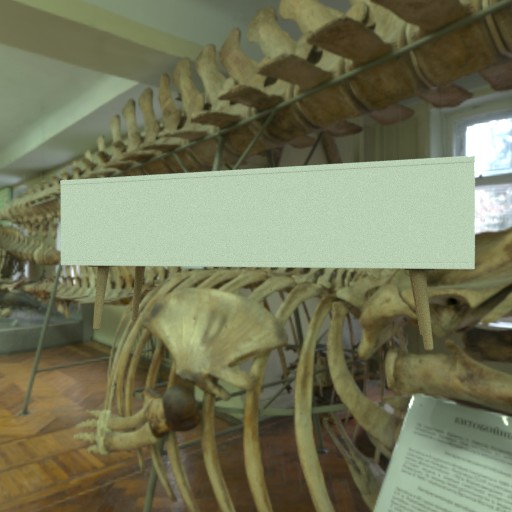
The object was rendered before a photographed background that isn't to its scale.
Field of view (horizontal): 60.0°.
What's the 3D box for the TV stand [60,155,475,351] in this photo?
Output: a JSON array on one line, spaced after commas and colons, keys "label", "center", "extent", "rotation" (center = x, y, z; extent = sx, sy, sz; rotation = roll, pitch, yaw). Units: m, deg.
[{"label": "TV stand", "center": [0.000, 0.000, 1.628], "extent": [1.398, 0.560, 0.401], "rotation": [0, 0, 18]}]
